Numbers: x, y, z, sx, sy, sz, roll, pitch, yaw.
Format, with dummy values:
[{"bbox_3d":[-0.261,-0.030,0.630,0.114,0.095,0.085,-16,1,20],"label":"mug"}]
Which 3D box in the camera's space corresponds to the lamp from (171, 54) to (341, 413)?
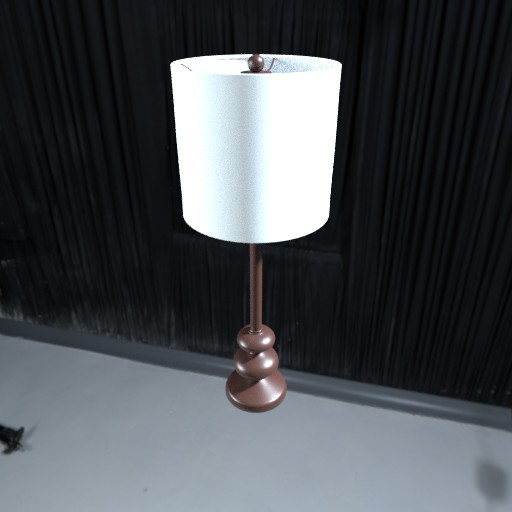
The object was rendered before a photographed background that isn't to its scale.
[{"bbox_3d":[0.000,0.000,0.829,0.254,0.690,0.254,8,30,13],"label":"lamp"}]
